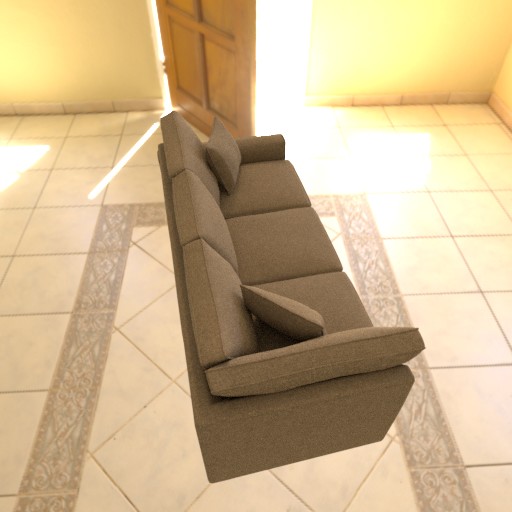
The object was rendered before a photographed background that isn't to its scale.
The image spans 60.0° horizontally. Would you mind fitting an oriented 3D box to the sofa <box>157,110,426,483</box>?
[{"bbox_3d":[0.000,0.000,2.851,1.061,0.962,2.317,-9,47,-9],"label":"sofa"}]
